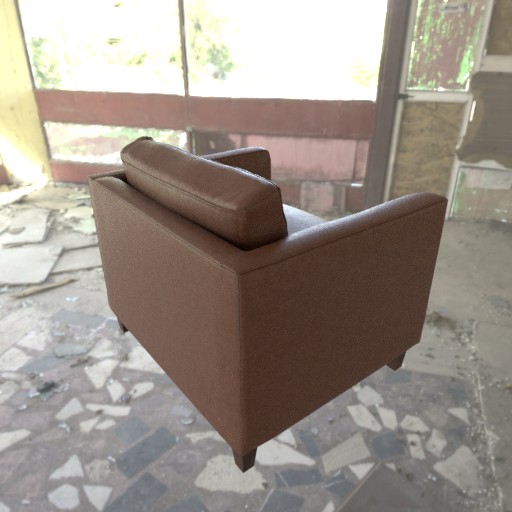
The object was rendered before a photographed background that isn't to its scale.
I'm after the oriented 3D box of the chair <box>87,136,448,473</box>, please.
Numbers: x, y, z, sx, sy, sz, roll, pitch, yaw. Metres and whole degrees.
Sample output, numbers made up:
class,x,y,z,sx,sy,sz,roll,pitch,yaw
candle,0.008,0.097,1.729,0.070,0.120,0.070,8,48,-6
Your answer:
class,x,y,z,sx,sy,sz,roll,pitch,yaw
chair,0.000,0.000,1.819,0.959,0.917,1.107,-19,32,-33
